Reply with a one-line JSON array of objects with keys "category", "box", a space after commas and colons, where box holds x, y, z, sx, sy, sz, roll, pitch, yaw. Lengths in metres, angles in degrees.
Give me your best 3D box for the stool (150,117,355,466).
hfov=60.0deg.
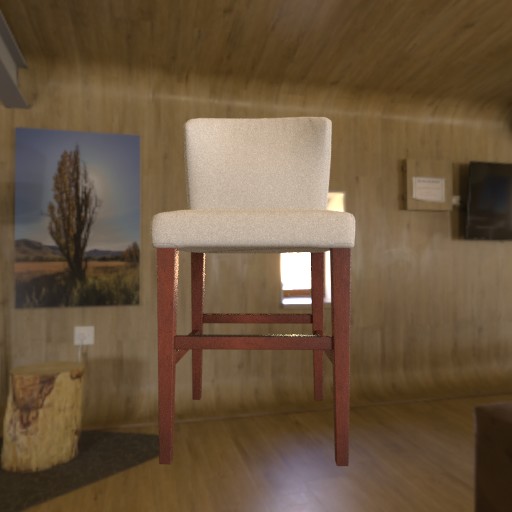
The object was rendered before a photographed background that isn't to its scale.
[{"category": "stool", "box": [0.000, 0.000, 1.279, 0.479, 0.968, 0.568, 0, -1, 1]}]
